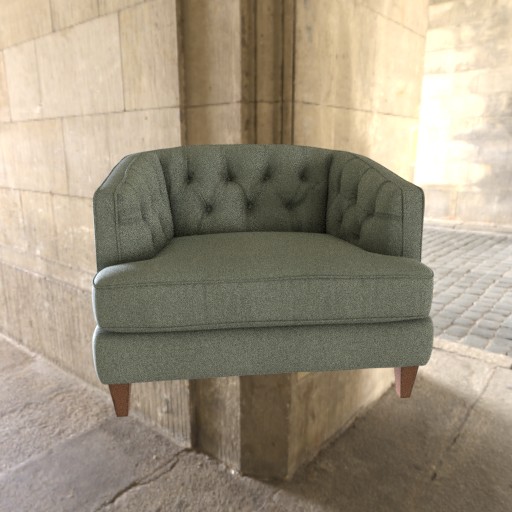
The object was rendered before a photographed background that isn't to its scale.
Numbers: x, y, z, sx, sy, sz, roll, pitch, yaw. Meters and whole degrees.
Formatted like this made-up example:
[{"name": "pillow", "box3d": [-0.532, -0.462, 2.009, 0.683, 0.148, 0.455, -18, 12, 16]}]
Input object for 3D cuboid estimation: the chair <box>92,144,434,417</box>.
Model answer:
[{"name": "chair", "box3d": [0.000, 0.000, 1.720, 1.094, 0.852, 0.945, -2, 14, -7]}]
